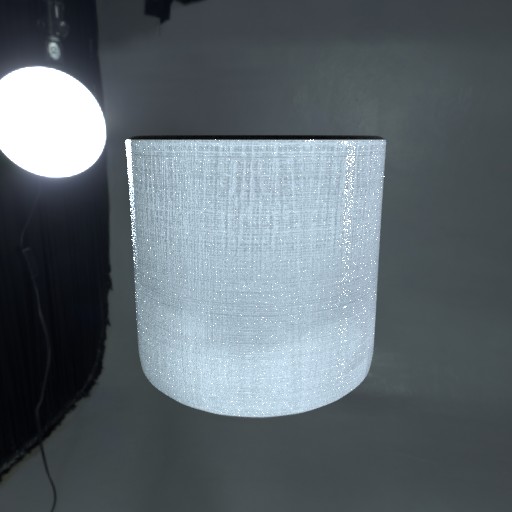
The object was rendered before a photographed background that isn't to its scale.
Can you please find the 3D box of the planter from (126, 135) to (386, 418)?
[{"bbox_3d":[0.000,0.000,0.298,0.160,0.156,0.160,0,15,0],"label":"planter"}]
